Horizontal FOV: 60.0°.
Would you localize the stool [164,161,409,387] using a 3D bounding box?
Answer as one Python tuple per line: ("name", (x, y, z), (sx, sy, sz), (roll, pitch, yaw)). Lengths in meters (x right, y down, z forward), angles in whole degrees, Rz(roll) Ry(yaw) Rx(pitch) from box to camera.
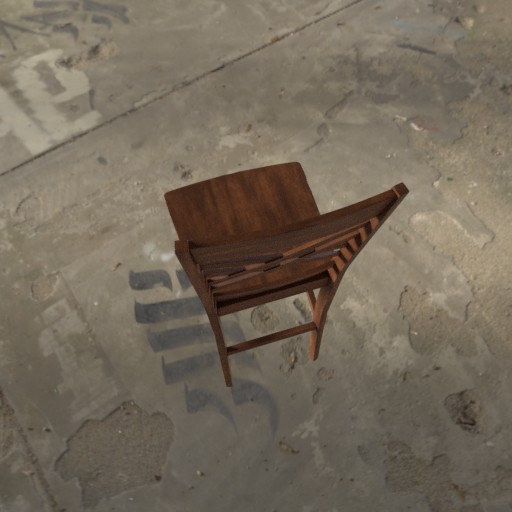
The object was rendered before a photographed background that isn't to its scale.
("stool", (0.000, 0.000, 1.403), (0.462, 1.079, 0.539), (-15, 60, -9))
